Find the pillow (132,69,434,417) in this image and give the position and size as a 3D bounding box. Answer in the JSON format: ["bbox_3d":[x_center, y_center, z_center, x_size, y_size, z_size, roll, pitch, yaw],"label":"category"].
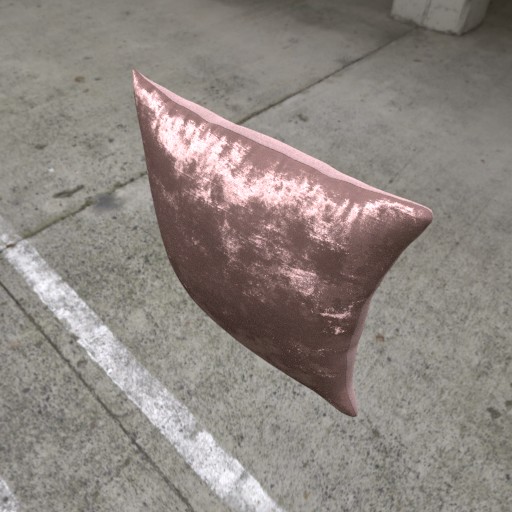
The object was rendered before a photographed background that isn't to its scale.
[{"bbox_3d":[0.000,0.000,0.699,0.470,0.464,0.175,34,55,28],"label":"pillow"}]
